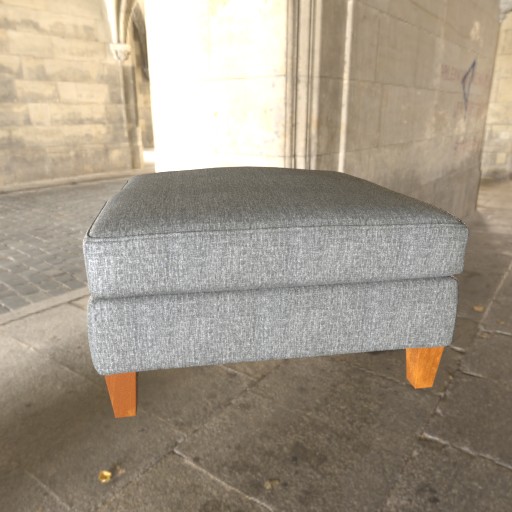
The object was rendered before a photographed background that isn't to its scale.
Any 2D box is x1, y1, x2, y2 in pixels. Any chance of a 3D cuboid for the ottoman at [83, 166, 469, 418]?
[{"bbox_3d":[0.000,0.000,1.335,0.838,0.481,0.838,-3,18,-9],"label":"ottoman"}]
